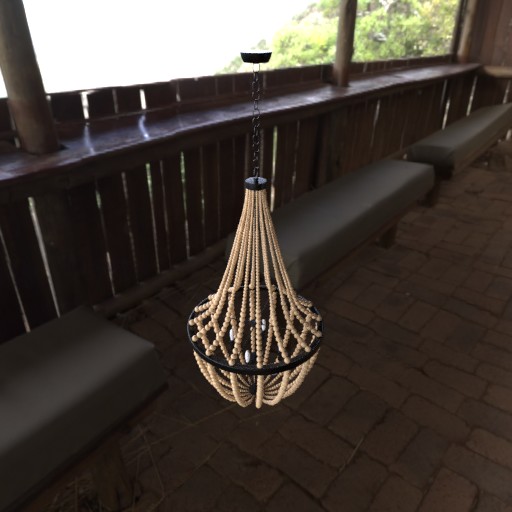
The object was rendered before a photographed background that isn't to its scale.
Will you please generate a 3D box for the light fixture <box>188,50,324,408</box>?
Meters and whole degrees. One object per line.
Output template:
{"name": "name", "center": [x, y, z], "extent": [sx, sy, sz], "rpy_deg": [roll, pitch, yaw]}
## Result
{"name": "light fixture", "center": [0.000, 0.000, 1.349], "extent": [0.450, 1.133, 0.450], "rpy_deg": [0, 29, 0]}
